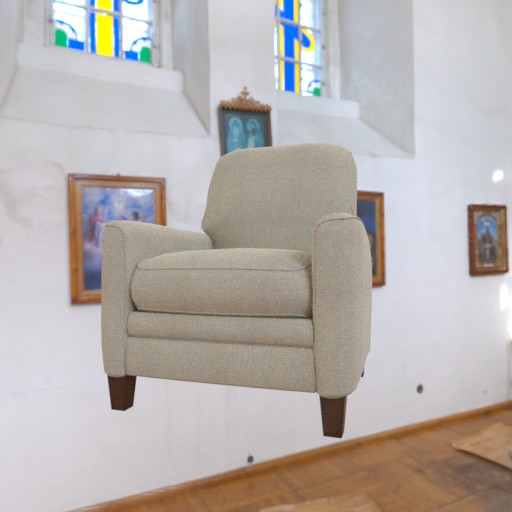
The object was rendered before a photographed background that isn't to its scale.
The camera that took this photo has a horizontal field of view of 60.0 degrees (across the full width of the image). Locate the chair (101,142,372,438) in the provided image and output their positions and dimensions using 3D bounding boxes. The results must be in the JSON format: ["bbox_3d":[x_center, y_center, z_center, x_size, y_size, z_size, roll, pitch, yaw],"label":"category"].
[{"bbox_3d":[0.000,0.000,1.689,0.850,1.006,0.853,0,-1,18],"label":"chair"}]
